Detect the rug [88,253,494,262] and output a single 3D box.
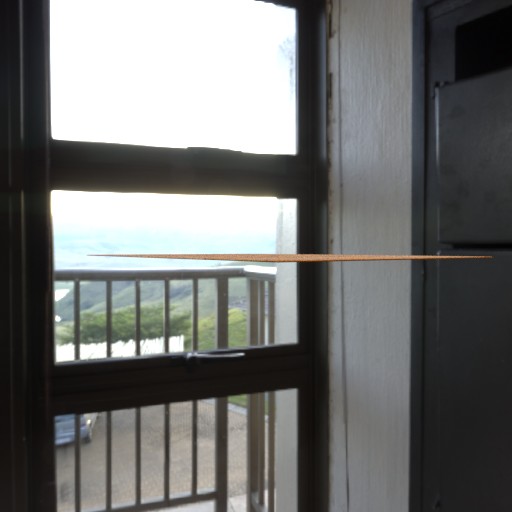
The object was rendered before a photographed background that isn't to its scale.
[{"bbox_3d":[0.000,0.000,2.926,1.525,0.007,2.336,-1,1,-36],"label":"rug"}]
